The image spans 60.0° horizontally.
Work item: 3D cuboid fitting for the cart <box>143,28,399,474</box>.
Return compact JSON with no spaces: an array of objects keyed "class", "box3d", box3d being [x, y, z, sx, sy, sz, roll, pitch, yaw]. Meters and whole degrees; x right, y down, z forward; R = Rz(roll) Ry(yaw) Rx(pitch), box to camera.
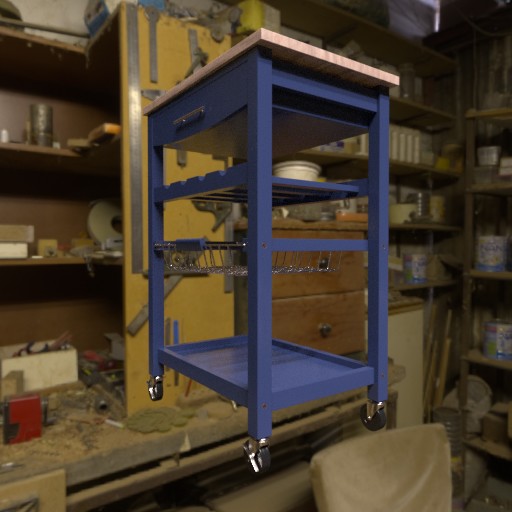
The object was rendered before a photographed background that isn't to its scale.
[{"class":"cart","box3d":[0.000,0.000,1.160,0.403,0.839,0.584,-1,1,-36]}]
